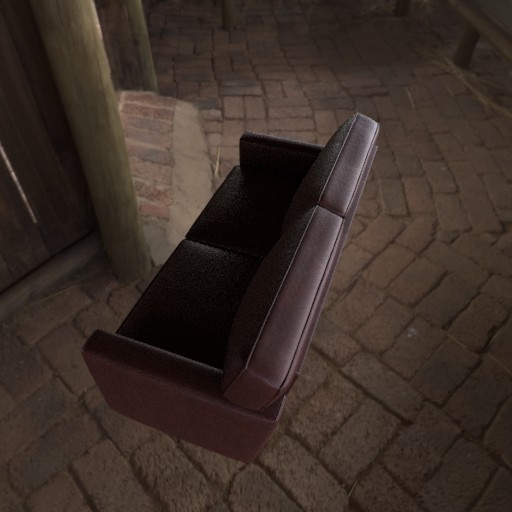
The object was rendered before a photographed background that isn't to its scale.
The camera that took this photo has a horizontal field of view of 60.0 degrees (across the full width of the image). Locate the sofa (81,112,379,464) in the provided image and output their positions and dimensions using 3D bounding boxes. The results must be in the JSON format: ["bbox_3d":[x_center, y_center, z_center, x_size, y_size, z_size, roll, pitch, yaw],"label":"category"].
[{"bbox_3d":[0.000,0.000,2.390,0.912,0.928,1.876,15,48,14],"label":"sofa"}]
